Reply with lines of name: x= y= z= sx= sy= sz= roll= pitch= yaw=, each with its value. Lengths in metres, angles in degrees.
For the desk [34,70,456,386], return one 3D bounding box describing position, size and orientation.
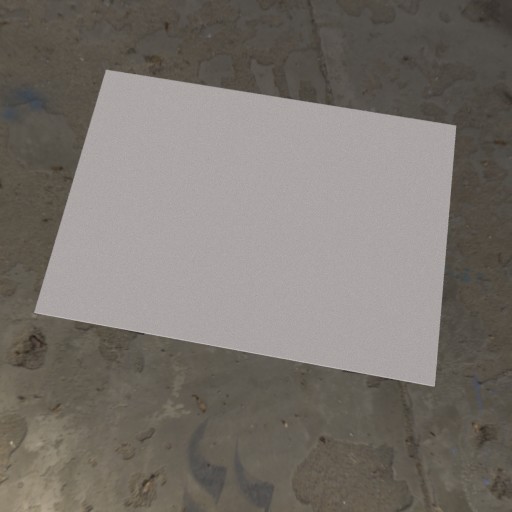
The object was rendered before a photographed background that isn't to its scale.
desk: x=0.000 y=0.000 z=1.320 sx=0.811 sy=0.766 sz=0.573 roll=10 pitch=77 yaw=2
